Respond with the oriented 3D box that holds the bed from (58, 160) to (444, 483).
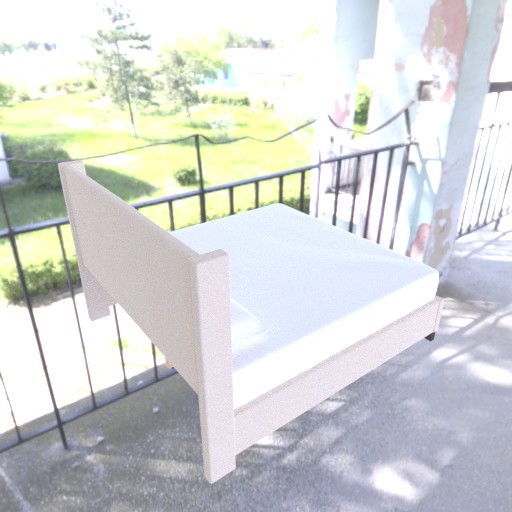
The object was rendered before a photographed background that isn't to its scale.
[{"bbox_3d":[0.000,0.000,3.655,2.293,1.471,2.145,-19,32,-33],"label":"bed"}]
